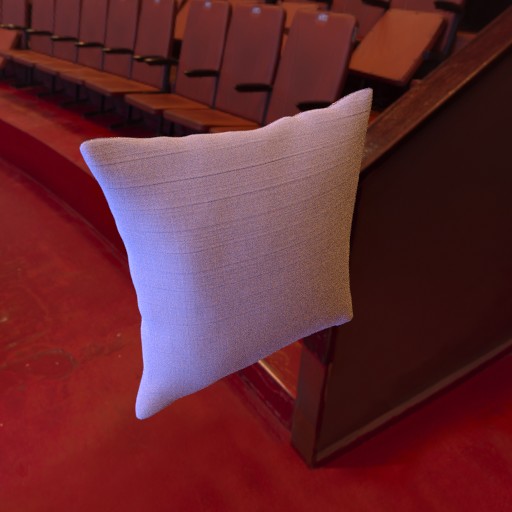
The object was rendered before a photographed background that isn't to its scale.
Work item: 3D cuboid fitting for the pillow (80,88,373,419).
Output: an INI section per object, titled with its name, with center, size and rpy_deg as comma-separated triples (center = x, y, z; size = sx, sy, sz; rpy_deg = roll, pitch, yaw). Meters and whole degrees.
[pillow]
center = 0.000, 0.000, 0.716
size = 0.470, 0.464, 0.175
rpy_deg = -20, 37, -29
